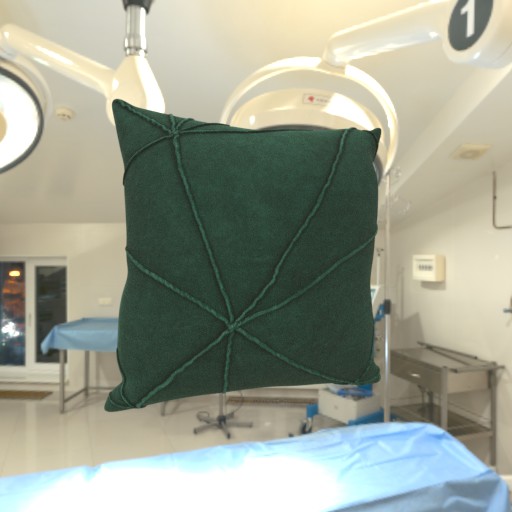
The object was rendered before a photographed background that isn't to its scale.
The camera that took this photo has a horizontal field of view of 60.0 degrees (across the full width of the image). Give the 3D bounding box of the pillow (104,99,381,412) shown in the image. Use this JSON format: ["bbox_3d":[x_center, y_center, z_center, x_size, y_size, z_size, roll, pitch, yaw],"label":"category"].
[{"bbox_3d":[0.000,0.000,0.676,0.439,0.440,0.184,0,0,-16],"label":"pillow"}]
